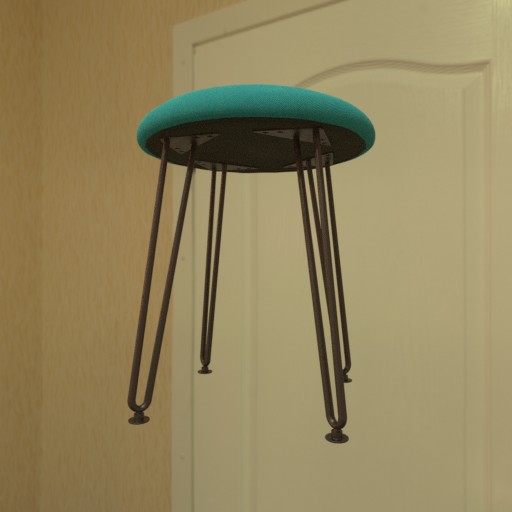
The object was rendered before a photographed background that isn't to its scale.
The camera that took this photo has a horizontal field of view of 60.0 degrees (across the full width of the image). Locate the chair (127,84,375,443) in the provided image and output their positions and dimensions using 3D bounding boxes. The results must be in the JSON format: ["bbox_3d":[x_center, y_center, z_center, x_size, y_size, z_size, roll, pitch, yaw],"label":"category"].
[{"bbox_3d":[0.000,0.000,0.672,0.350,0.430,0.350,0,0,1],"label":"chair"}]
